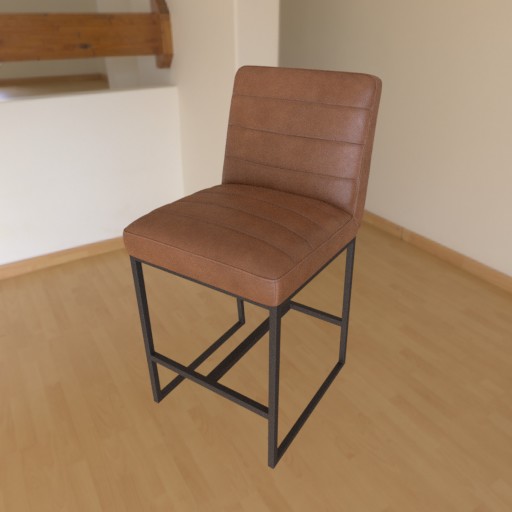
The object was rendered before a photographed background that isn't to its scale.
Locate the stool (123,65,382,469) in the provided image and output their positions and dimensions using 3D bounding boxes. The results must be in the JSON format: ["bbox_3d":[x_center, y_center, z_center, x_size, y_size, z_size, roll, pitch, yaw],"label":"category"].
[{"bbox_3d":[0.000,0.000,1.249,0.458,0.940,0.556,17,33,28],"label":"stool"}]
